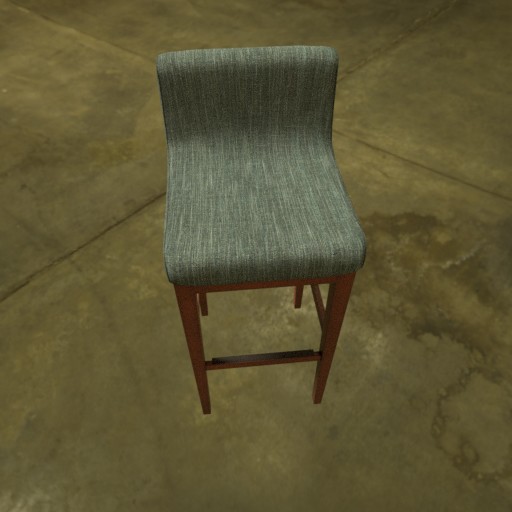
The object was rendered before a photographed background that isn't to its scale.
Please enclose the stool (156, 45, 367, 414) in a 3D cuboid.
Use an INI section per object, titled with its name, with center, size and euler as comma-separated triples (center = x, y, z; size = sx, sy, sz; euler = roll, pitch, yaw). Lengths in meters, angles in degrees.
[stool]
center = 0.000, 0.000, 1.234
size = 0.426, 0.965, 0.499
euler = -4, 46, -4
